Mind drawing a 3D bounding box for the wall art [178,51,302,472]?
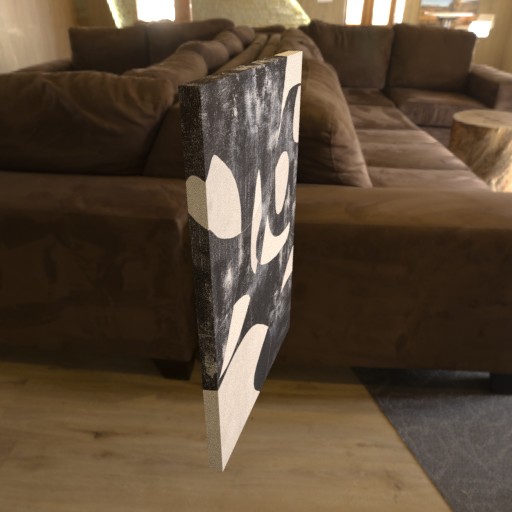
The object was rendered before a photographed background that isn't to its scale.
[{"bbox_3d":[0.000,0.000,1.142,0.041,0.915,0.610,10,31,17],"label":"wall art"}]
